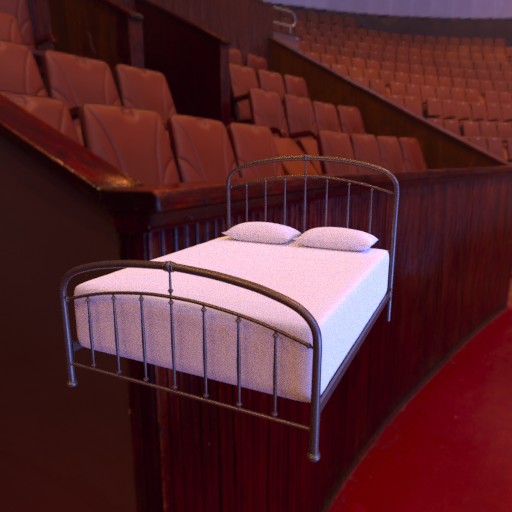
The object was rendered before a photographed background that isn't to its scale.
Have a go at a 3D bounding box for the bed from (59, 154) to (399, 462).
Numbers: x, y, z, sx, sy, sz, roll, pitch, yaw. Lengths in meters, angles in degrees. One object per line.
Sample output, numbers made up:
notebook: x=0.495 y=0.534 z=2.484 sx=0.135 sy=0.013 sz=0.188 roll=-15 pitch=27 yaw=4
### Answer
bed: x=0.000 y=0.000 z=3.298 sx=1.711 sy=1.475 sz=2.168 roll=6 pitch=14 yaw=25
